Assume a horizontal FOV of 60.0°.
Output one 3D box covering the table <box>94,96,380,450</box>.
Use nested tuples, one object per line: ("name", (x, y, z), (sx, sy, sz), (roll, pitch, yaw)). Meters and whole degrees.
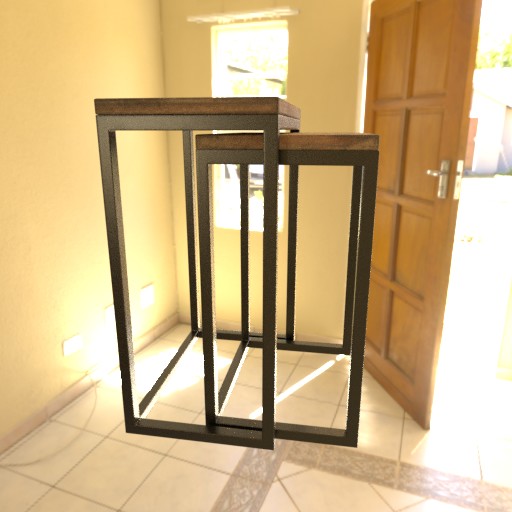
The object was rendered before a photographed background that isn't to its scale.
("table", (0.000, 0.000, 0.950), (0.460, 0.615, 0.456), (3, 16, 11))
